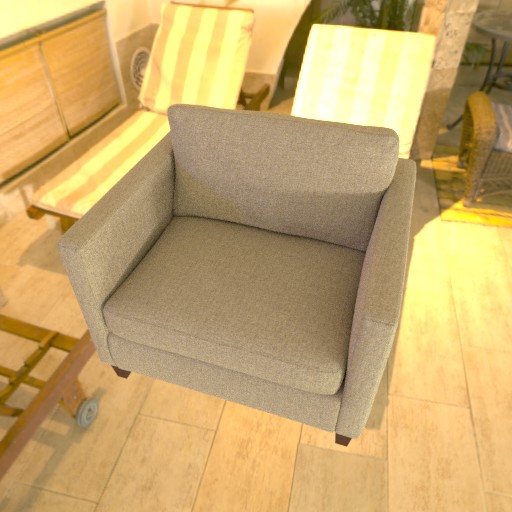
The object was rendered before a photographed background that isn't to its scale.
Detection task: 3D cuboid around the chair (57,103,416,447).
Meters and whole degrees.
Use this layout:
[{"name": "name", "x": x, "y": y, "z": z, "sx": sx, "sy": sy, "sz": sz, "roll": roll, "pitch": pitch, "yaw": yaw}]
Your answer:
[{"name": "chair", "x": 0.000, "y": 0.000, "z": 1.791, "sx": 1.107, "sy": 0.961, "sz": 0.959, "roll": 12, "pitch": 43, "yaw": 13}]
